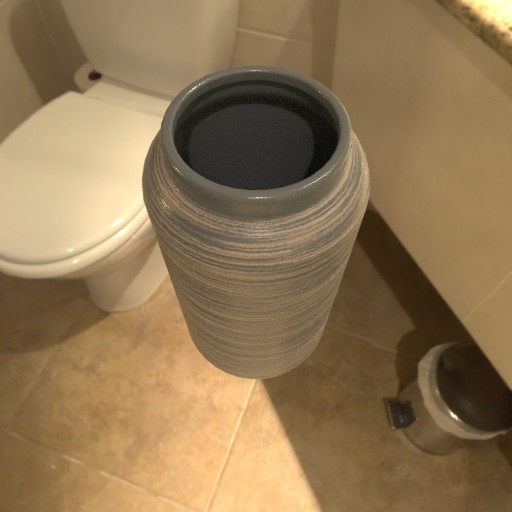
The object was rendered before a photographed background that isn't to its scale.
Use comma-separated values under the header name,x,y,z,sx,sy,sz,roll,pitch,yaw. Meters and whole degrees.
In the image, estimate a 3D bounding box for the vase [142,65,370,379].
name,x,y,z,sx,sy,sz,roll,pitch,yaw
vase,0.000,0.000,0.297,0.116,0.230,0.116,0,59,0
